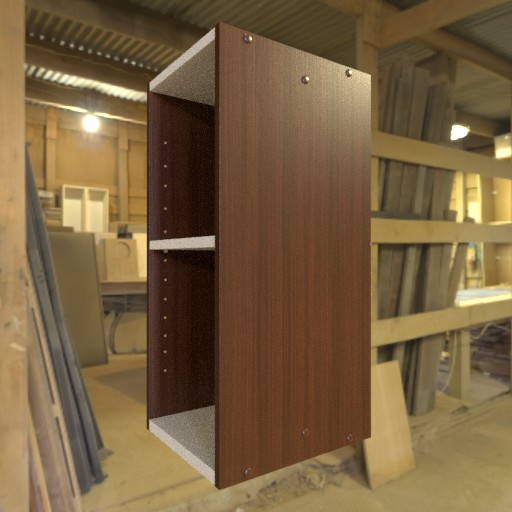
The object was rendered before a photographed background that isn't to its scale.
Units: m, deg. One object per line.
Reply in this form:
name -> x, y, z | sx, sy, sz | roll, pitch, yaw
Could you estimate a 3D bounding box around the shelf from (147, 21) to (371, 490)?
shelf -> 0.000, 0.000, 0.753 | 0.290, 0.600, 0.253 | 0, 0, -35
